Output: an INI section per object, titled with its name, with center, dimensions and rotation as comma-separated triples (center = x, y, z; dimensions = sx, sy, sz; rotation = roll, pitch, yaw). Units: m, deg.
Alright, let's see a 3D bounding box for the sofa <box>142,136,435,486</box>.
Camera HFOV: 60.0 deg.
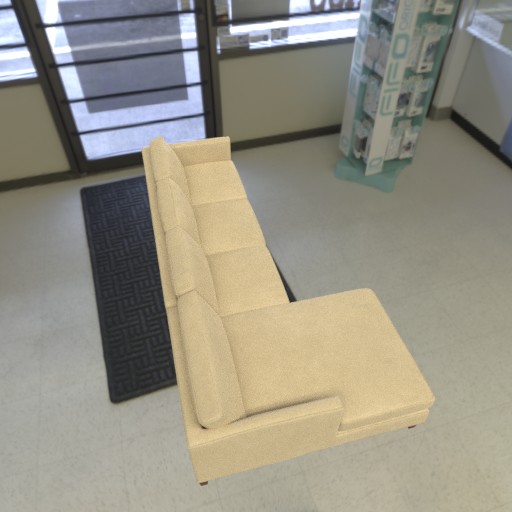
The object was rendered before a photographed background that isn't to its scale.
[sofa]
center = 0.000, 0.000, 3.813
dimensions = 1.625, 0.846, 3.186
rotation = -11, 46, -10
